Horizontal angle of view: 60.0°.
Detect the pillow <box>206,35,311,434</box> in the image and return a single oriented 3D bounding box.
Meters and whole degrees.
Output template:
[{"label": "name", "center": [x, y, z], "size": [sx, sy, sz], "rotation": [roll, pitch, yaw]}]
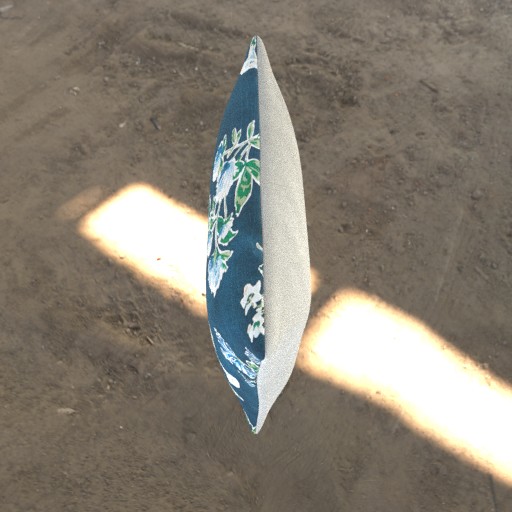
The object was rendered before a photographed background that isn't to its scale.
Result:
[{"label": "pillow", "center": [0.000, 0.000, 0.791], "size": [0.166, 0.508, 0.525], "rotation": [-1, 60, 0]}]
